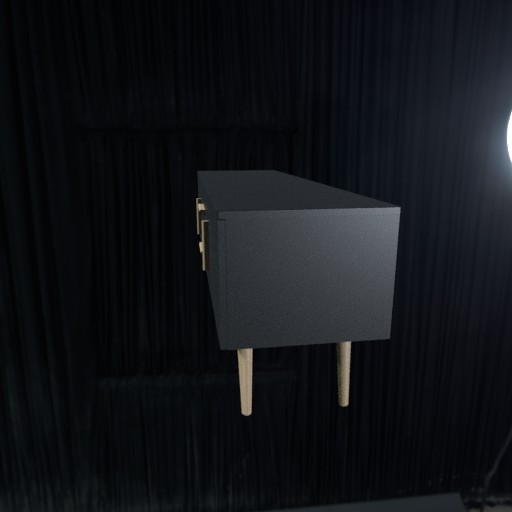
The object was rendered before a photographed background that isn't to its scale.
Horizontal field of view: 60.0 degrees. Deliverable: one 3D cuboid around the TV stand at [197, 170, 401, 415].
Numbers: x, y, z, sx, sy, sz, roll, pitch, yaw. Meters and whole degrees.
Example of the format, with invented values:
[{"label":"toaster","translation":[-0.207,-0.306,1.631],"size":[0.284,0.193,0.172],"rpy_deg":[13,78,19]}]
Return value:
[{"label":"TV stand","translation":[0.000,0.000,1.562],"size":[0.390,0.518,1.312],"rpy_deg":[-2,14,-9]}]
